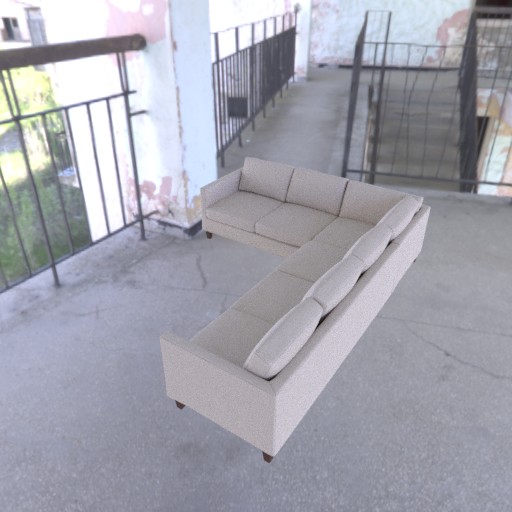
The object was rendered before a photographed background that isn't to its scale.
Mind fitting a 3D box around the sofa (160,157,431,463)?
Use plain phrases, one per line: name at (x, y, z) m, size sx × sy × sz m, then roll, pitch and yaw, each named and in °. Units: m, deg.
sofa at (0.000, 0.000, 4.350) m, size 2.432 × 0.863 × 3.182 m, roll 19°, pitch 36°, yaw 29°
